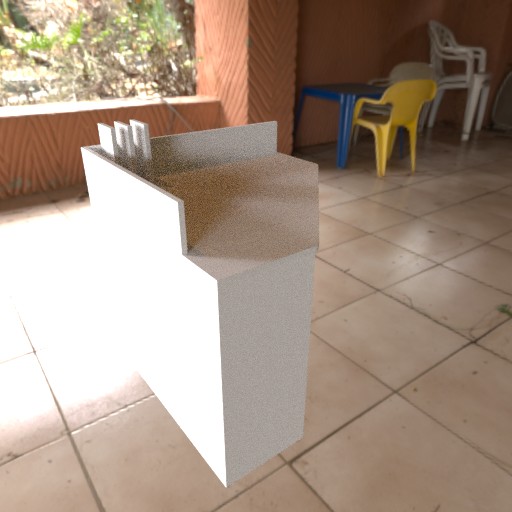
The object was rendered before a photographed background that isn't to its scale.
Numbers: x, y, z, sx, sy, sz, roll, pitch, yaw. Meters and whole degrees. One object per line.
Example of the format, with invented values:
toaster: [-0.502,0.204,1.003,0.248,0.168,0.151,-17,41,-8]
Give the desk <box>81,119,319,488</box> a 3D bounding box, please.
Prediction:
desk: [0.000,0.000,1.766,0.940,0.986,0.940,-19,32,-33]
